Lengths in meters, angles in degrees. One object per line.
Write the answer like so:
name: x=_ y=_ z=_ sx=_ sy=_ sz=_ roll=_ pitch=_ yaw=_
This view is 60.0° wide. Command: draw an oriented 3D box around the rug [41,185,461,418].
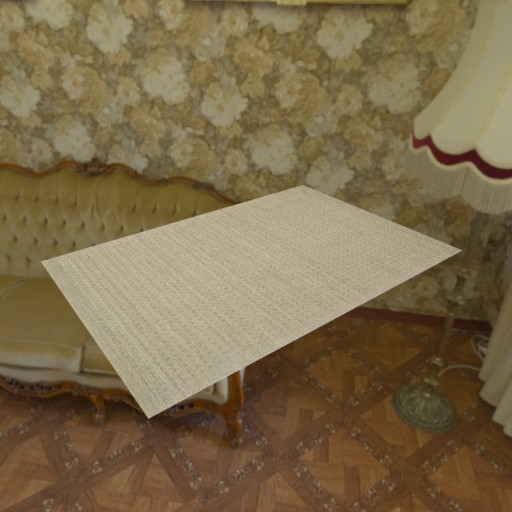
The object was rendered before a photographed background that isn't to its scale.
rug: x=0.000 y=0.000 z=3.692 sx=2.895 sy=0.006 sz=1.981 roll=-21 pitch=35 yaw=-32
